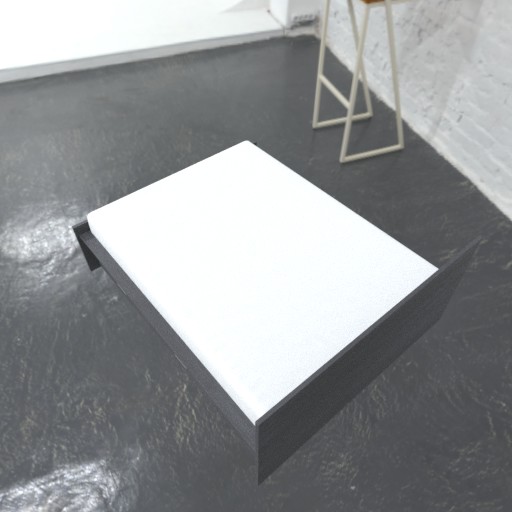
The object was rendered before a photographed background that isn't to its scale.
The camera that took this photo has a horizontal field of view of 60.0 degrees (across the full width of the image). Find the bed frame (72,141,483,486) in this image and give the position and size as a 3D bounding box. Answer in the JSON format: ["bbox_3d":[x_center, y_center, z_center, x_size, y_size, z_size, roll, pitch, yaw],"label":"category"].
[{"bbox_3d":[0.000,0.000,2.889,1.622,0.800,1.960,-32,55,-26],"label":"bed frame"}]
